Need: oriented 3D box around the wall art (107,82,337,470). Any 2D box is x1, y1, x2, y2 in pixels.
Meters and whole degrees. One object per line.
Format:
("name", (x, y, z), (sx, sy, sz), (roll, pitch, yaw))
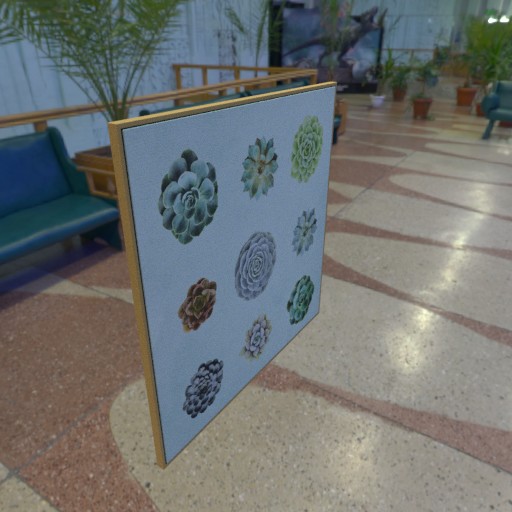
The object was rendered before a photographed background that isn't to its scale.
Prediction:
("wall art", (0.000, 0.000, 0.667), (0.013, 0.455, 0.457), (17, 31, 30))
